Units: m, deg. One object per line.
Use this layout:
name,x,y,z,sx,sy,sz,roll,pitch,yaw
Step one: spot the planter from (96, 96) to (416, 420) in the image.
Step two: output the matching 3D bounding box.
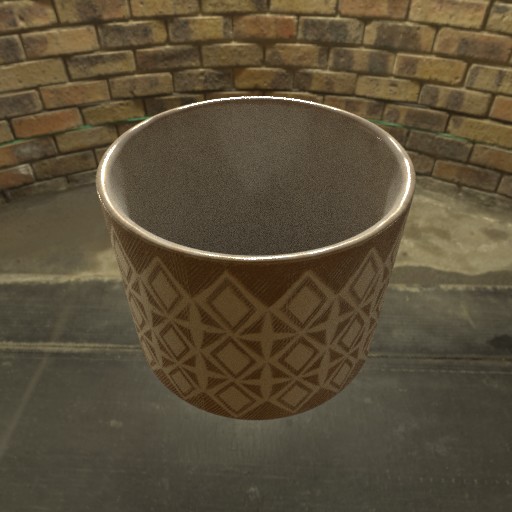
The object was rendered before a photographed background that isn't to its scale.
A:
planter,0.000,0.000,0.331,0.193,0.165,0.193,0,42,0
